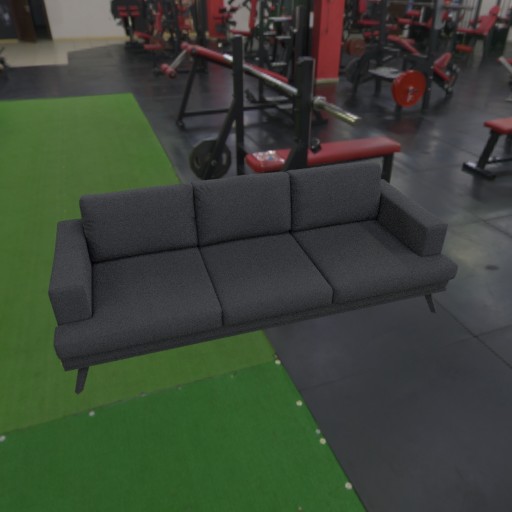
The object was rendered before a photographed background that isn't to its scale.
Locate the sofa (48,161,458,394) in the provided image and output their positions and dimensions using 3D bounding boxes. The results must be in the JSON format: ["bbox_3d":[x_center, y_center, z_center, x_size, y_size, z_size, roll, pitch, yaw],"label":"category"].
[{"bbox_3d":[0.000,0.000,2.747,2.310,0.810,0.920,-10,34,-15],"label":"sofa"}]
